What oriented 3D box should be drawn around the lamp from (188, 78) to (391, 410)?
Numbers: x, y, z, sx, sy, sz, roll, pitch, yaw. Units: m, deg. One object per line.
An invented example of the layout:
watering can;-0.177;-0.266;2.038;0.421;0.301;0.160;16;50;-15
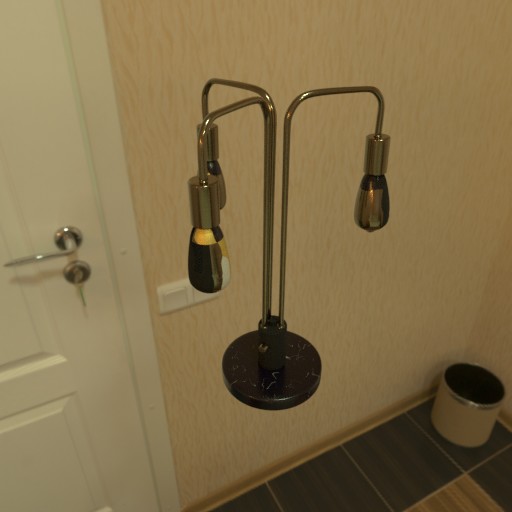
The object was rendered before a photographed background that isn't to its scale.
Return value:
lamp;0.000;0.000;0.786;0.355;0.560;0.368;19;36;28
